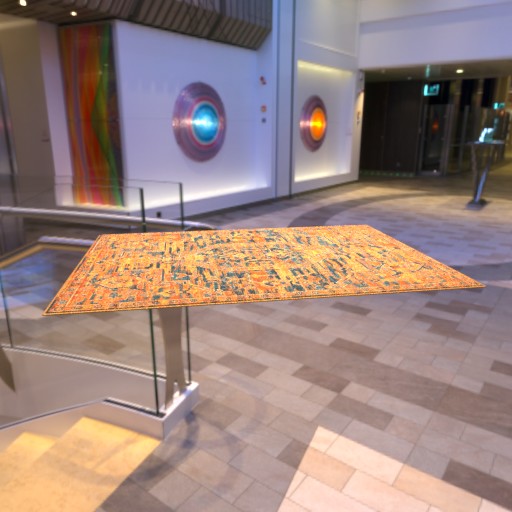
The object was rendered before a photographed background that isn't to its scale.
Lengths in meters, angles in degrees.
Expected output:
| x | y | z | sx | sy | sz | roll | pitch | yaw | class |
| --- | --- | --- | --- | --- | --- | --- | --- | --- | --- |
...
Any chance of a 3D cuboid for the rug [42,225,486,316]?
| x | y | z | sx | sy | sz | roll | pitch | yaw | class |
| --- | --- | --- | --- | --- | --- | --- | --- | --- | --- |
| 0.000 | 0.000 | 3.819 | 2.916 | 0.019 | 2.043 | -3 | 16 | -9 | rug |
